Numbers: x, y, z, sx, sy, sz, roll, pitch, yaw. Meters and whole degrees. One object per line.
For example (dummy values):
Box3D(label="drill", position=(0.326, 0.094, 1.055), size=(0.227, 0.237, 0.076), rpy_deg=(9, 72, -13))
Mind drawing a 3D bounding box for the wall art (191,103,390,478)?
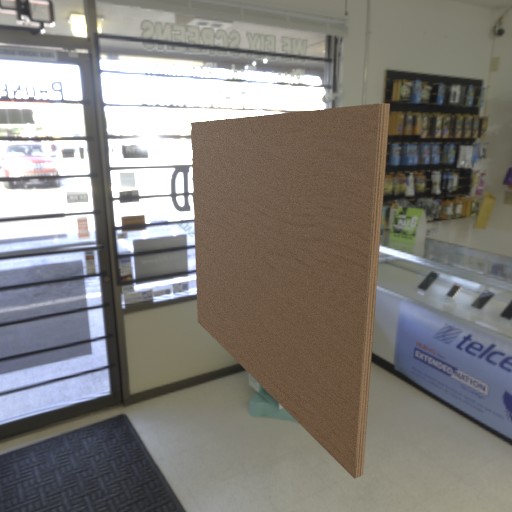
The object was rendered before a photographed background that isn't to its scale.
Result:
Box3D(label="wall art", position=(0.000, 0.000, 0.674), size=(0.013, 0.406, 0.508), rpy_deg=(-8, 17, -27))
